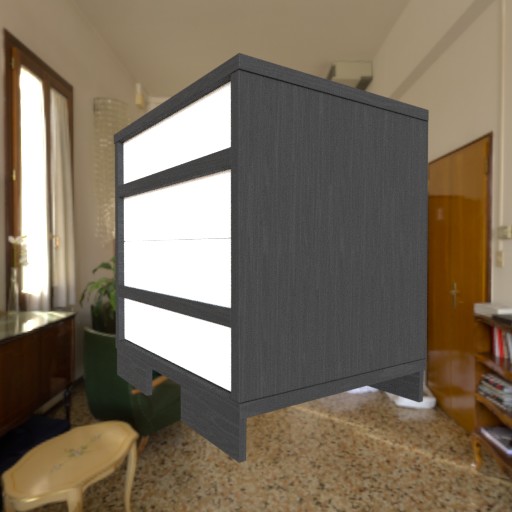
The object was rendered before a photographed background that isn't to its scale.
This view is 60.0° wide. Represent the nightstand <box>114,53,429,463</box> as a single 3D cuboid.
[{"bbox_3d":[0.000,0.000,0.754,0.347,0.448,0.427,-1,1,-35],"label":"nightstand"}]
